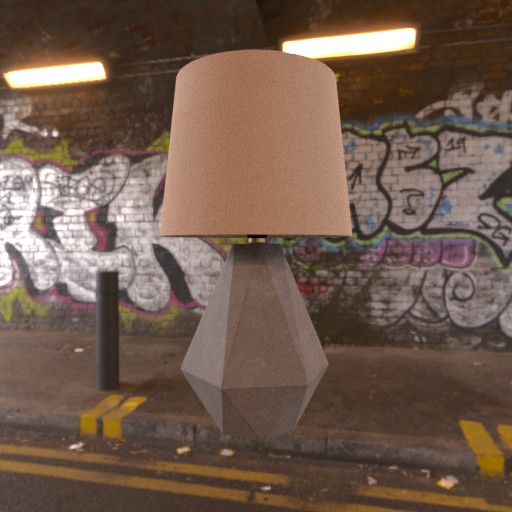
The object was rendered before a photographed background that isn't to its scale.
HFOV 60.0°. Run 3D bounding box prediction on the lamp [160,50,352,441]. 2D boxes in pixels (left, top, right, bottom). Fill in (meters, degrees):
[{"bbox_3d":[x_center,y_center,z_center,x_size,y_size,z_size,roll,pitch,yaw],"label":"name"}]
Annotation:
[{"bbox_3d":[0.000,0.000,0.652,0.276,0.501,0.276,0,1,0],"label":"lamp"}]
